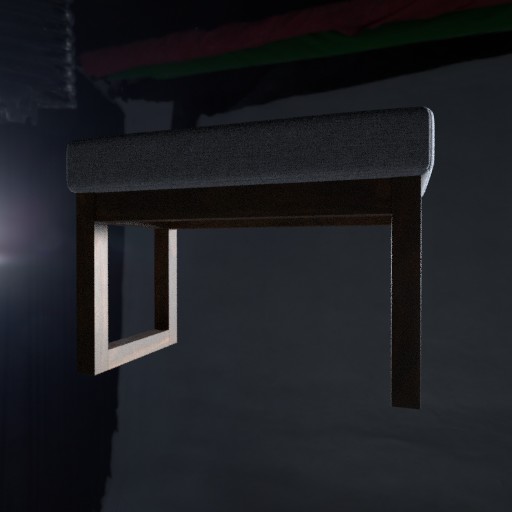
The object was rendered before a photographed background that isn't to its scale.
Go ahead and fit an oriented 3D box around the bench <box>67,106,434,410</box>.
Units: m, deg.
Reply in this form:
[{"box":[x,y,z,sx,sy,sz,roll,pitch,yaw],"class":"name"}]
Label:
[{"box":[0.000,0.000,0.937,0.681,0.467,0.366,0,1,18],"class":"bench"}]
